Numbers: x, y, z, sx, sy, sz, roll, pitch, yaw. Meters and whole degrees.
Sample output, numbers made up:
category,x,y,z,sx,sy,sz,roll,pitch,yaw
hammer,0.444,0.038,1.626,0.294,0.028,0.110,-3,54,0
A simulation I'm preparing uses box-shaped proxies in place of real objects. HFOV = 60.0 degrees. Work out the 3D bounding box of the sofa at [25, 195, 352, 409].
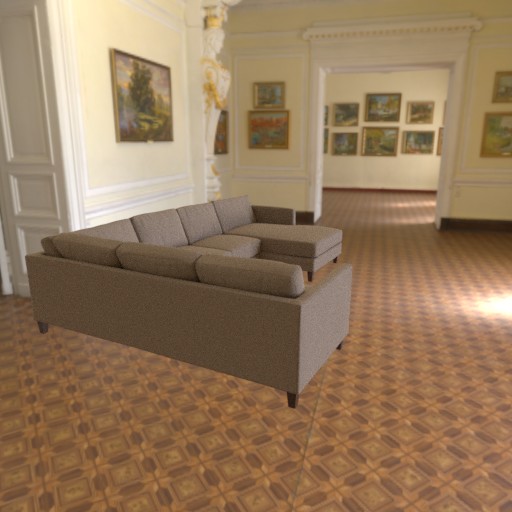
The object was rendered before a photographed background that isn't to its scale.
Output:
category,x,y,z,sx,sy,sz,roll,pitch,yaw
sofa,0.000,0.000,4.544,2.424,0.865,3.438,8,16,27
